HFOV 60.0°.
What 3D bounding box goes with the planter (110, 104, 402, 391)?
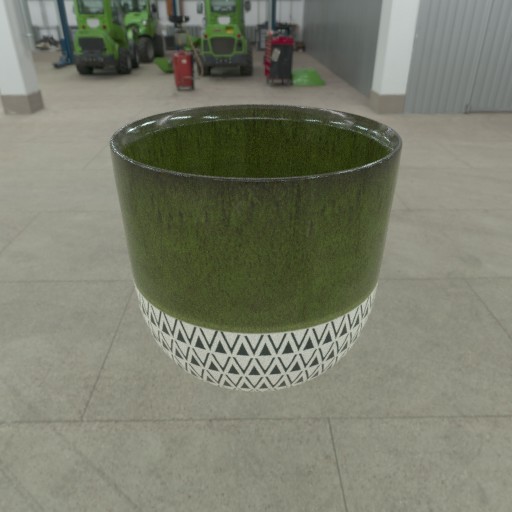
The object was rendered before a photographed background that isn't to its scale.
[{"bbox_3d":[0.000,0.000,0.483,0.266,0.270,0.266,0,30,0],"label":"planter"}]
